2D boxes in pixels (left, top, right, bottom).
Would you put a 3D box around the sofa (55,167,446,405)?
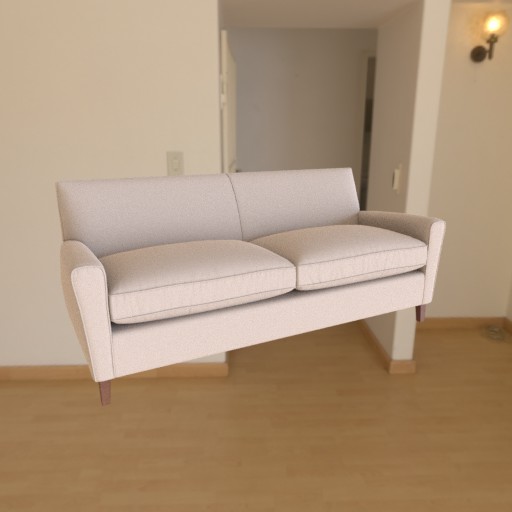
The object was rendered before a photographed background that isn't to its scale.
[{"bbox_3d":[0.000,0.000,2.463,2.000,0.846,0.875,-8,18,-26],"label":"sofa"}]
